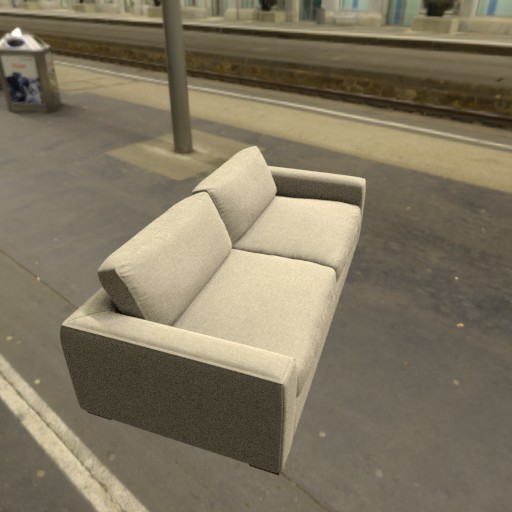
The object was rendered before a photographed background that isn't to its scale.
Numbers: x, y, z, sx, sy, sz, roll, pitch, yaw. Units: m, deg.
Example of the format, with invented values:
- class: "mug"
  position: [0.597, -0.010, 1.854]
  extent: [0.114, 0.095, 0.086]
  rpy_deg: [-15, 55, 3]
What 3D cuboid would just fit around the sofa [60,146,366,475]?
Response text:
- class: "sofa"
  position: [0.000, 0.000, 2.751]
  extent: [1.070, 0.801, 2.262]
  rpy_deg: [10, 32, 17]
